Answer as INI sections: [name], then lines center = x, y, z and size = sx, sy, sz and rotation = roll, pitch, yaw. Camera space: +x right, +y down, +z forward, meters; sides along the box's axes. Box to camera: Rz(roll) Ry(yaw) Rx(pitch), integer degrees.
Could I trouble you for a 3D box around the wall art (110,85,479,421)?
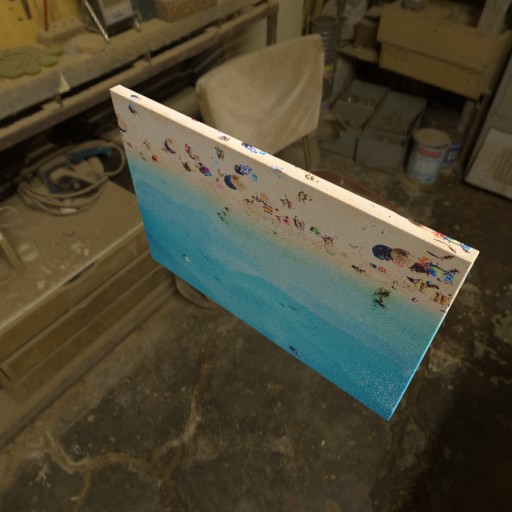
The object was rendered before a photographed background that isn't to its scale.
[wall art]
center = 0.000, 0.000, 1.411
size = 1.136, 0.769, 0.040
rotation = 31, 54, 26
